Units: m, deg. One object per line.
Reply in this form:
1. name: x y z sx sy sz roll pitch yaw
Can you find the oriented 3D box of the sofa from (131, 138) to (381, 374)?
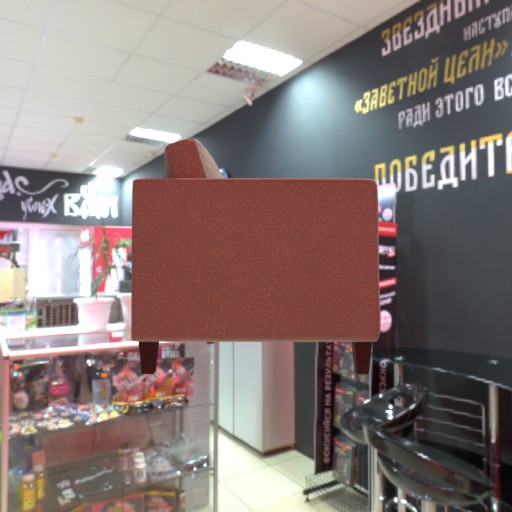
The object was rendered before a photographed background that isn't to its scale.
1. sofa: 0.000 0.000 2.697 0.948 0.932 2.181 0 -1 0
